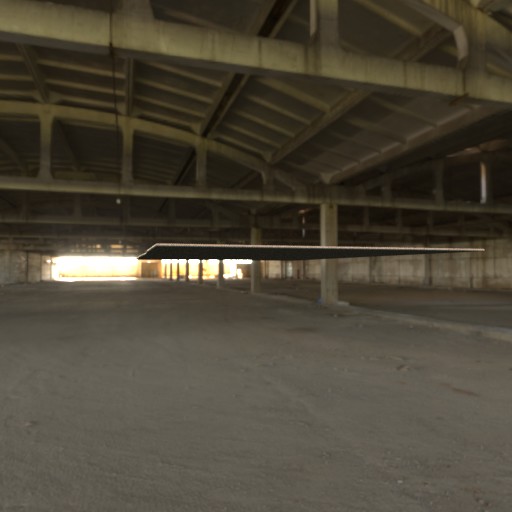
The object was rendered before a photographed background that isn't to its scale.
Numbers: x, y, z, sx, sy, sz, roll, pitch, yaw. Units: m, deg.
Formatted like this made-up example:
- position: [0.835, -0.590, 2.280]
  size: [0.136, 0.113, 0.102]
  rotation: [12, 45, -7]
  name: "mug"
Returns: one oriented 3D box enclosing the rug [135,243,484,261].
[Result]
- position: [0.000, 0.000, 3.031]
  size: [1.526, 0.011, 2.435]
  rotation: [1, -2, -17]
  name: "rug"
